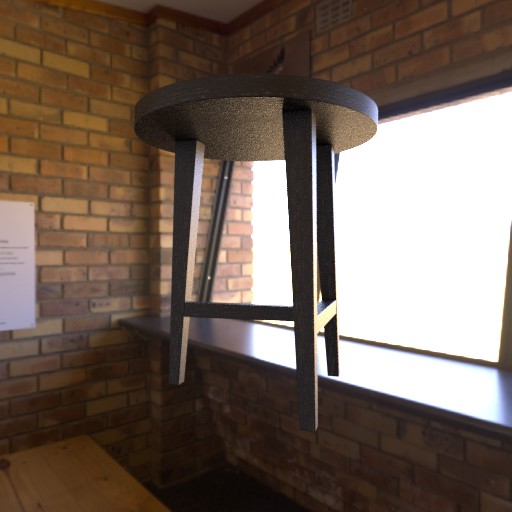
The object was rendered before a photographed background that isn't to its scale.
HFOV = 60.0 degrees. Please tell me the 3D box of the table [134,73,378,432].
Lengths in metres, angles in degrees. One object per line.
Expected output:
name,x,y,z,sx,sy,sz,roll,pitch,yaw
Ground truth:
table,0.000,0.000,0.754,0.399,0.460,0.399,0,1,0
